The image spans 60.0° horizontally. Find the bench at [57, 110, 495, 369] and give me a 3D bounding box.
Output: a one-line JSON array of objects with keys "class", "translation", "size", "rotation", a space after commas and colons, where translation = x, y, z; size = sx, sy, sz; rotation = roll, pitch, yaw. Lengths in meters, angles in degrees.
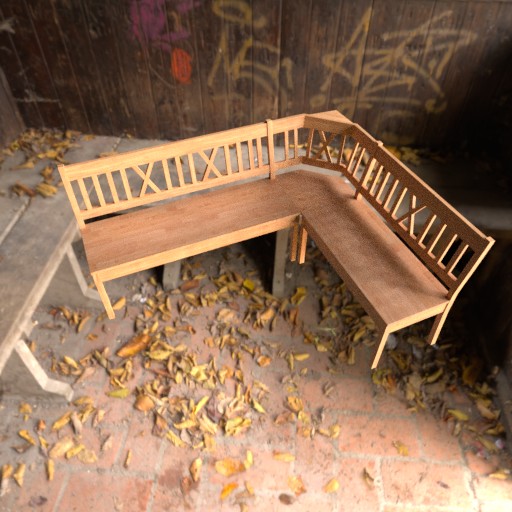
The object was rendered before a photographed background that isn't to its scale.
[{"class": "bench", "translation": [0.000, 0.000, 2.758], "size": [1.937, 0.902, 1.537], "rotation": [-17, 49, -16]}]
